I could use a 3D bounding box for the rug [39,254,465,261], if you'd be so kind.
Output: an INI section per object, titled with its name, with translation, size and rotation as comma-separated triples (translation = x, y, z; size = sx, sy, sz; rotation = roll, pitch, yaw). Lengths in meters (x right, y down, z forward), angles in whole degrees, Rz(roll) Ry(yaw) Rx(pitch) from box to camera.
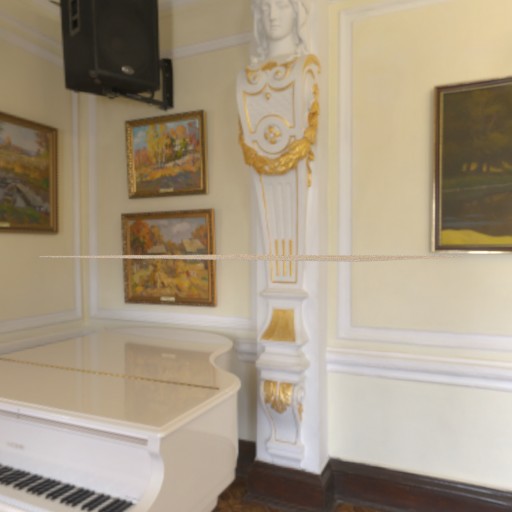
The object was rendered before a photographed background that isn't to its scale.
[rug]
translation = 0.000, 0.000, 4.061
size = 3.051, 0.021, 2.448
rotation = 0, 1, 36
